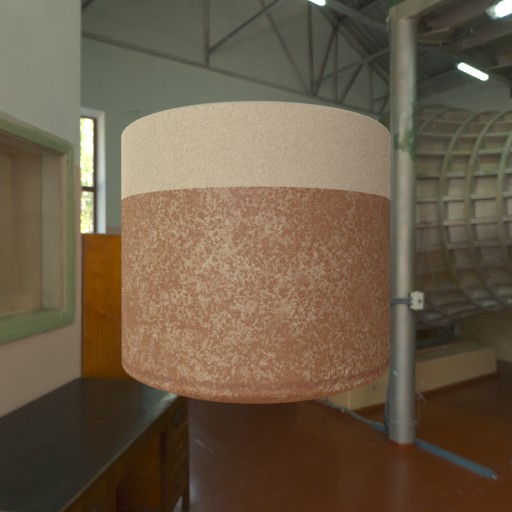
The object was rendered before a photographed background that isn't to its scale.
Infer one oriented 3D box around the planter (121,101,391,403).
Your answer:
[{"bbox_3d":[0.000,0.000,0.273,0.159,0.138,0.159,0,0,0],"label":"planter"}]
